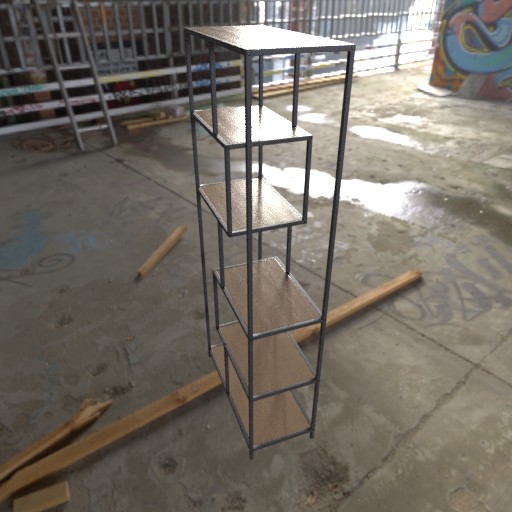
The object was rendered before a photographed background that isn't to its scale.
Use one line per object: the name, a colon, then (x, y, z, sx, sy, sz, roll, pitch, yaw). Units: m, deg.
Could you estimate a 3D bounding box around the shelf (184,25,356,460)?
shelf: (0.000, 0.000, 2.062, 0.350, 1.850, 0.770, -11, 33, -18)
